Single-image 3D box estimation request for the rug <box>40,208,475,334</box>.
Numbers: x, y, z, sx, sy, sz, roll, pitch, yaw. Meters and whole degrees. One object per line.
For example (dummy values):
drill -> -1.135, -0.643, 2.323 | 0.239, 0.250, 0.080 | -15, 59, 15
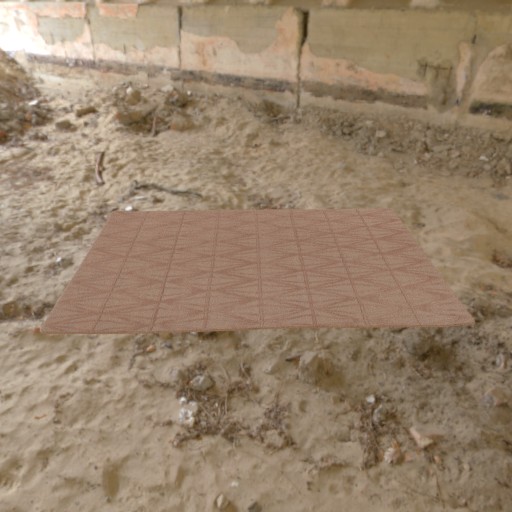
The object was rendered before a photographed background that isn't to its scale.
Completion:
rug -> 0.000, 0.000, 2.375 | 1.837, 0.025, 1.230 | -1, 30, -1
